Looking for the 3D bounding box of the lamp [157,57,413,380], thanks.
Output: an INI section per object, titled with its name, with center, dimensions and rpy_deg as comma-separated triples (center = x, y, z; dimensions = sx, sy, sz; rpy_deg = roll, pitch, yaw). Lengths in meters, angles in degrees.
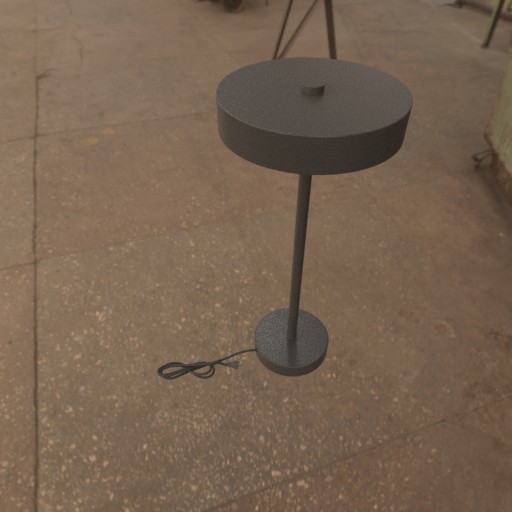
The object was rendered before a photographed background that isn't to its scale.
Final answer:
[lamp]
center = 0.000, 0.000, 0.673
dimensions = 0.369, 0.508, 0.229
rpy_deg = -12, 44, -13
